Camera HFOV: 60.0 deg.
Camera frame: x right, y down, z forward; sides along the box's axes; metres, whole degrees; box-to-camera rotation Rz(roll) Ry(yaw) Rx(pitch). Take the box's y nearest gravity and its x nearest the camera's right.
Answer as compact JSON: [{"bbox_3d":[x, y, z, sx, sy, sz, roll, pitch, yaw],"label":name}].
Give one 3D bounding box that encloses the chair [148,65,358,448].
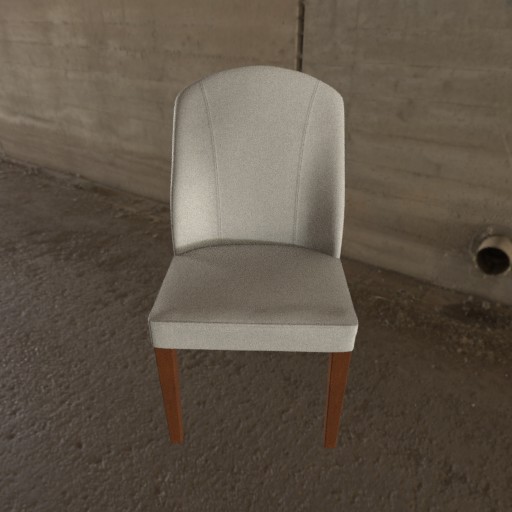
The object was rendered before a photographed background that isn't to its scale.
[{"bbox_3d":[0.000,0.000,1.186,0.472,0.893,0.540,1,29,2],"label":"chair"}]
